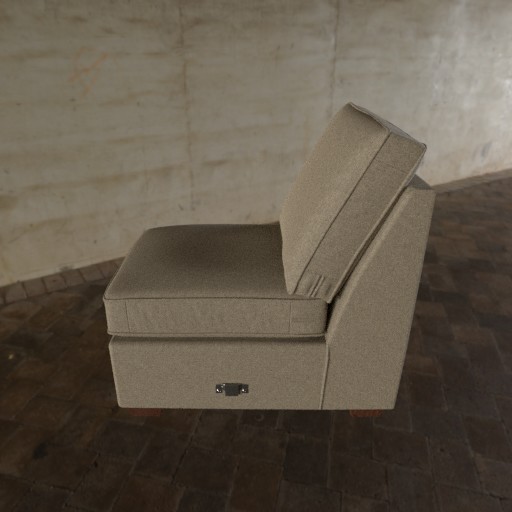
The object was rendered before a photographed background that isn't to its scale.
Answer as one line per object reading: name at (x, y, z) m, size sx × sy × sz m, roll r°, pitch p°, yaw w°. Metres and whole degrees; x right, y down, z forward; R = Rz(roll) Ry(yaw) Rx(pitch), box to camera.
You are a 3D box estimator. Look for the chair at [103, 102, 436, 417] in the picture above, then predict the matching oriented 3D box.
chair at (0.000, 0.000, 1.689) m, size 1.020 × 1.058 × 0.674 m, roll 0°, pitch 25°, yaw 0°
